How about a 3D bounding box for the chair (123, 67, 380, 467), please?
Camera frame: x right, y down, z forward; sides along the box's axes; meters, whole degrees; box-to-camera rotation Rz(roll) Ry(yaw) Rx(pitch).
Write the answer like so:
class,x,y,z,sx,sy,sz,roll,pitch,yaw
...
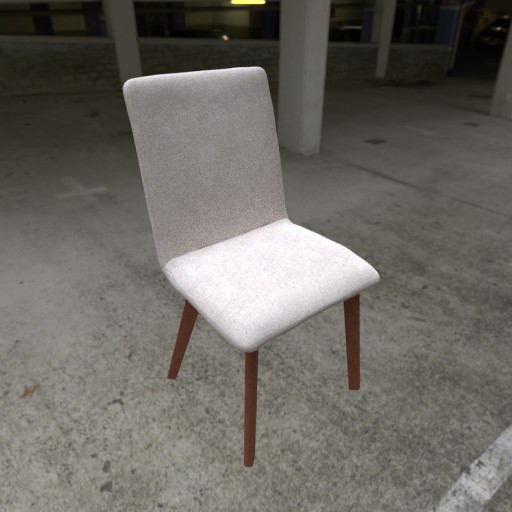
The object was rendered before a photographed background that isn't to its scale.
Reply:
class,x,y,z,sx,sy,sz,roll,pitch,yaw
chair,0.000,0.000,1.317,0.522,0.974,0.563,-22,37,-32
